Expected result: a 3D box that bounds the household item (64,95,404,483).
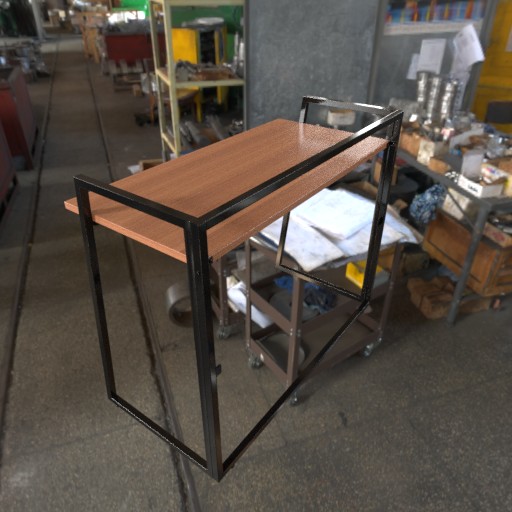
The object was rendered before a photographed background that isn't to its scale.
[{"bbox_3d":[0.000,0.000,1.547,0.510,0.860,1.050,22,38,30],"label":"household item"}]
